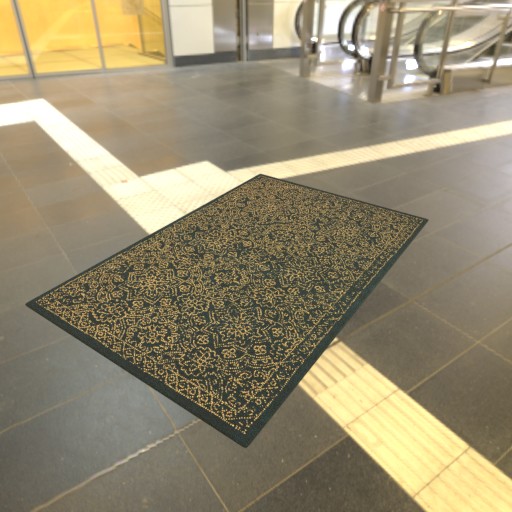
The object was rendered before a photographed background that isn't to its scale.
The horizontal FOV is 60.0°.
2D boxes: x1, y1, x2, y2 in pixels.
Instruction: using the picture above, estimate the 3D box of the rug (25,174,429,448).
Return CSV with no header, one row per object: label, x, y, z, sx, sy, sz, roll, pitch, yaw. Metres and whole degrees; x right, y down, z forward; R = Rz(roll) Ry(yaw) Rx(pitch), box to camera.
rug,0.000,0.000,2.293,1.219,0.010,1.829,21,38,29
